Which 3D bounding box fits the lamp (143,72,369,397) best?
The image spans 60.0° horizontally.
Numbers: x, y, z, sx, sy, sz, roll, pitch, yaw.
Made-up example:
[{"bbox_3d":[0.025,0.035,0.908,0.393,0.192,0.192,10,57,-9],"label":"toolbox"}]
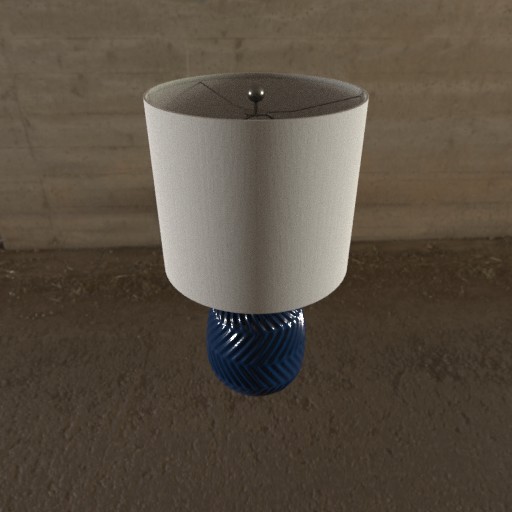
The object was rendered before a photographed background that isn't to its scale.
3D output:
[{"bbox_3d":[0.000,0.000,0.501,0.203,0.368,0.203,-21,38,-31],"label":"lamp"}]
